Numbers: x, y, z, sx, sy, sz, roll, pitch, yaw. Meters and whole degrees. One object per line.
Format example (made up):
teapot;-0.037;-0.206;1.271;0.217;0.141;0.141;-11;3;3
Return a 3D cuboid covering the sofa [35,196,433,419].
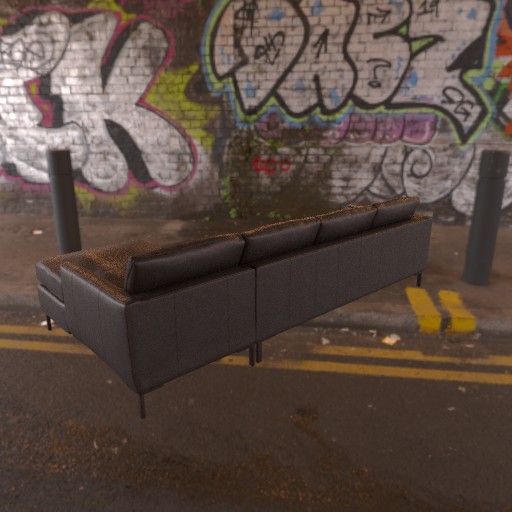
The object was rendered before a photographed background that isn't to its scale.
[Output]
sofa;0.000;0.000;3.602;2.993;0.859;1.471;-15;22;-40
